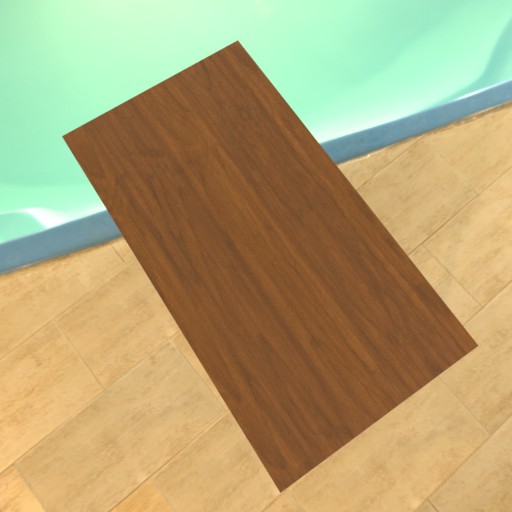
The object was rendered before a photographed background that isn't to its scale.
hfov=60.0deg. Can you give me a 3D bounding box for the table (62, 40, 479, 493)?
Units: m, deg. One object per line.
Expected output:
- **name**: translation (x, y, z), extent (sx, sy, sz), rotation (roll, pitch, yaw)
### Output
- **table**: translation (0.000, 0.000, 1.334), extent (0.574, 0.414, 1.057), rotation (-33, 77, -9)
